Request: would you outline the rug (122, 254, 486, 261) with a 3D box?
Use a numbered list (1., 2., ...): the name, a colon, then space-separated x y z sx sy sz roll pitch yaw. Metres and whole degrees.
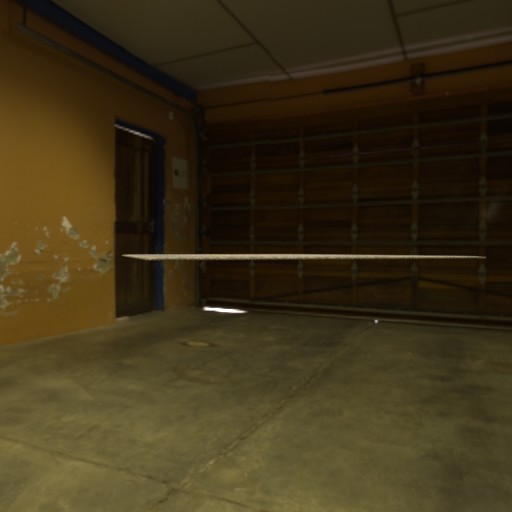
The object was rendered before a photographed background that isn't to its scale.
1. rug: 0.000 0.000 2.934 1.609 0.013 2.214 0 1 -19
